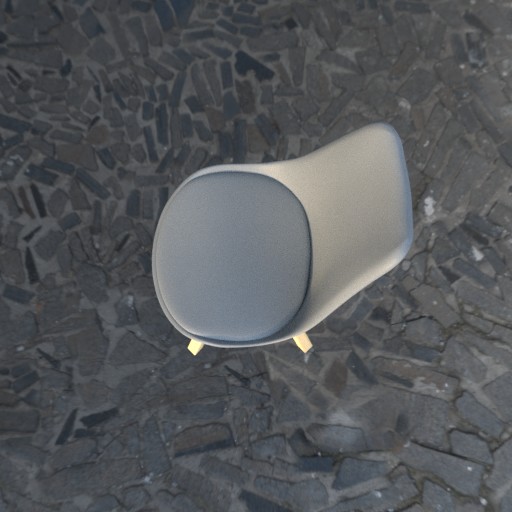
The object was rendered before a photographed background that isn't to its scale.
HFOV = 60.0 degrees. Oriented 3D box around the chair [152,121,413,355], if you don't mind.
[{"bbox_3d":[0.000,0.000,1.181,0.549,0.850,0.485,-1,74,0],"label":"chair"}]
